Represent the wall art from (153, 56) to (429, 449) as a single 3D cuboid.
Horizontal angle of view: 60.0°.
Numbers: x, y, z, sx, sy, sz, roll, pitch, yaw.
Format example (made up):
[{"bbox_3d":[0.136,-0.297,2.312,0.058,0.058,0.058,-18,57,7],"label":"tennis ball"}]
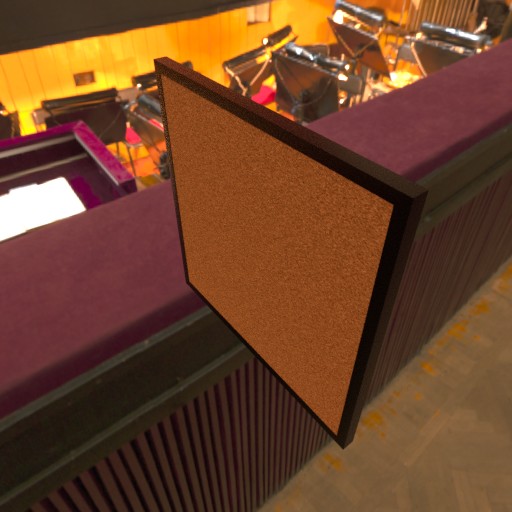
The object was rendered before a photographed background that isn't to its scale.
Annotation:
[{"bbox_3d":[0.000,0.000,1.098,0.036,0.755,0.756,-27,48,-28],"label":"wall art"}]
